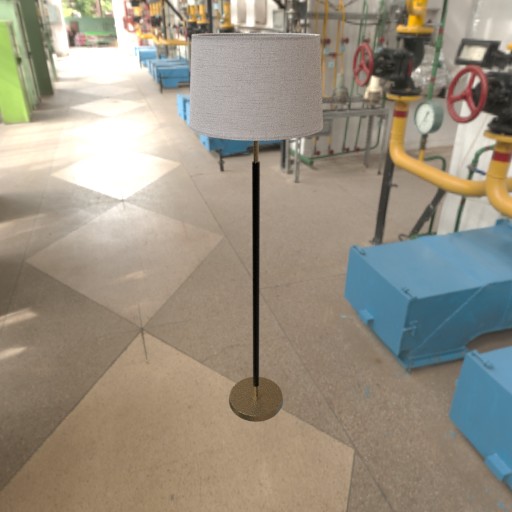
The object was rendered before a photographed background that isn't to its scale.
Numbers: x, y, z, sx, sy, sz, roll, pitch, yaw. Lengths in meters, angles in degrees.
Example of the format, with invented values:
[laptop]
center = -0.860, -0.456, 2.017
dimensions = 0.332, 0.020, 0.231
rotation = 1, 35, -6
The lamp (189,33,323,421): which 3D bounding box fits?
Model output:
[lamp]
center = 0.000, 0.000, 1.618
dimensions = 0.420, 1.447, 0.420
rotation = 0, 28, 0
